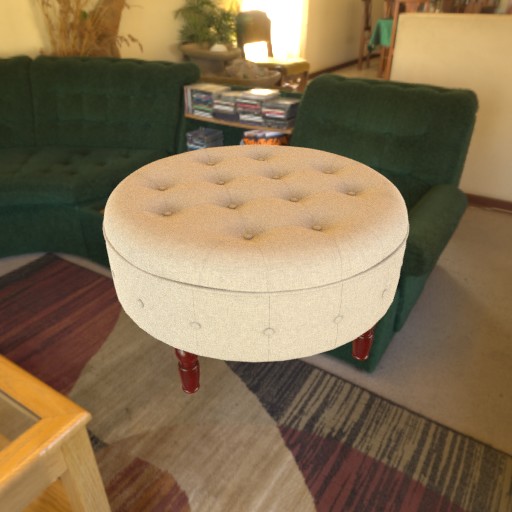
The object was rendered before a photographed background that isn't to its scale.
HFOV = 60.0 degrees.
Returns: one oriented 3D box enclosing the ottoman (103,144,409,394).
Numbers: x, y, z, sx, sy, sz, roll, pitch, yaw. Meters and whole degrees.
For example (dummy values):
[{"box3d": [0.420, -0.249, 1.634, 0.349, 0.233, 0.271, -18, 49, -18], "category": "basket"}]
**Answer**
[{"box3d": [0.000, 0.000, 1.365, 0.849, 0.478, 0.849, 0, 31, 0], "category": "ottoman"}]
